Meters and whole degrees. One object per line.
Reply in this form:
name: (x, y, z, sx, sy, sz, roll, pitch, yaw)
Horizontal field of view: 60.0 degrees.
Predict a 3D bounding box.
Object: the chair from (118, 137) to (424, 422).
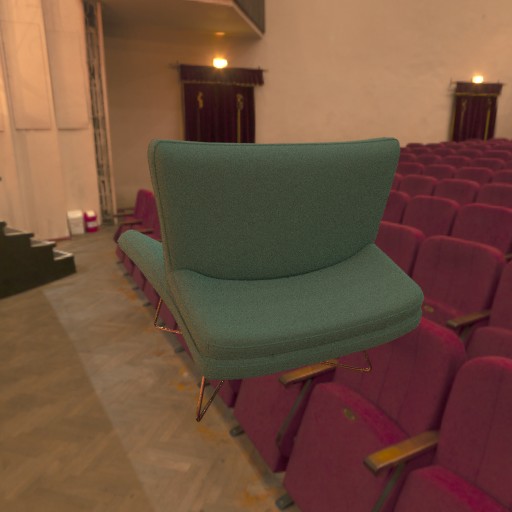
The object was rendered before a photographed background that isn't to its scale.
chair: (0.000, 0.000, 1.650, 0.859, 0.855, 1.008, -8, 17, -25)
